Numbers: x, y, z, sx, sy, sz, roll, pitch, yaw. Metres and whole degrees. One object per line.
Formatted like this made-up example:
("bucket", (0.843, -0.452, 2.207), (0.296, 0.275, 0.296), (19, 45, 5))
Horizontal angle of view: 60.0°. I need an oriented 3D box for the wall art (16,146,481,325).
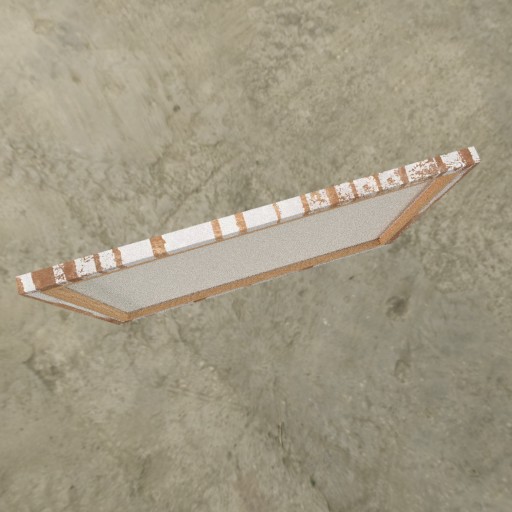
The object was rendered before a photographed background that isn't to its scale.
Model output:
("wall art", (0.000, 0.000, 1.138), (0.914, 0.609, 0.035), (-16, 77, -4))
